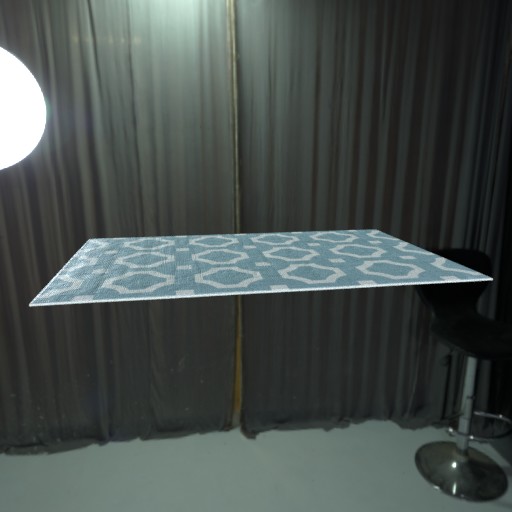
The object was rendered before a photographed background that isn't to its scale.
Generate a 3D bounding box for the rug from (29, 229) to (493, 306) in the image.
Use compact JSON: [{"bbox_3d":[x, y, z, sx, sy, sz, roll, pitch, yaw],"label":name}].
[{"bbox_3d":[0.000,0.000,3.019,2.443,0.015,1.528,-2,14,-10],"label":"rug"}]
